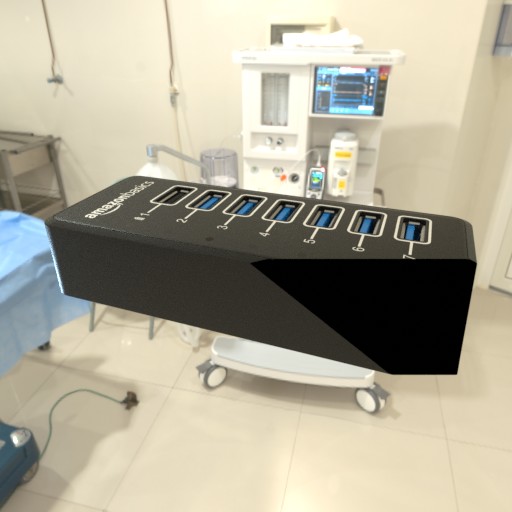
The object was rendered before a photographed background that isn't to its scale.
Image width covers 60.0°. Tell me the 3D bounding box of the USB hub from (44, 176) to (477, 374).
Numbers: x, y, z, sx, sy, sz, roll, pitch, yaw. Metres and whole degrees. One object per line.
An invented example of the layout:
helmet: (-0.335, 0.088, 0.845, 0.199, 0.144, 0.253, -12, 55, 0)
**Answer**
USB hub: (0.000, 0.000, 0.125, 0.110, 0.023, 0.044, 10, 30, 18)
